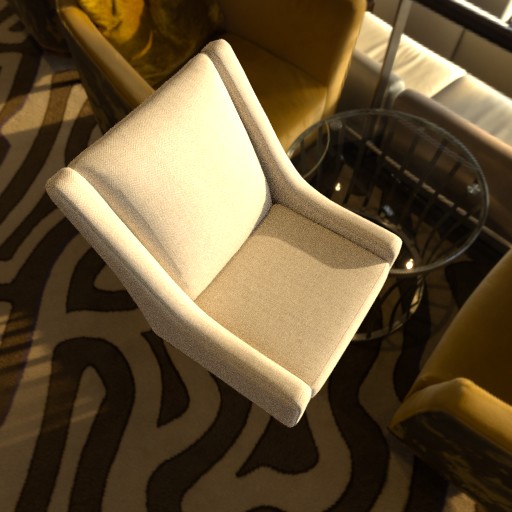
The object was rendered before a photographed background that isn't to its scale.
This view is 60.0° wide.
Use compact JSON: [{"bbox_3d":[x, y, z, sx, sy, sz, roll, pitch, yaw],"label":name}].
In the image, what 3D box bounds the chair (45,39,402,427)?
[{"bbox_3d":[0.000,0.000,1.612,0.870,1.014,0.774,31,65,16],"label":"chair"}]
